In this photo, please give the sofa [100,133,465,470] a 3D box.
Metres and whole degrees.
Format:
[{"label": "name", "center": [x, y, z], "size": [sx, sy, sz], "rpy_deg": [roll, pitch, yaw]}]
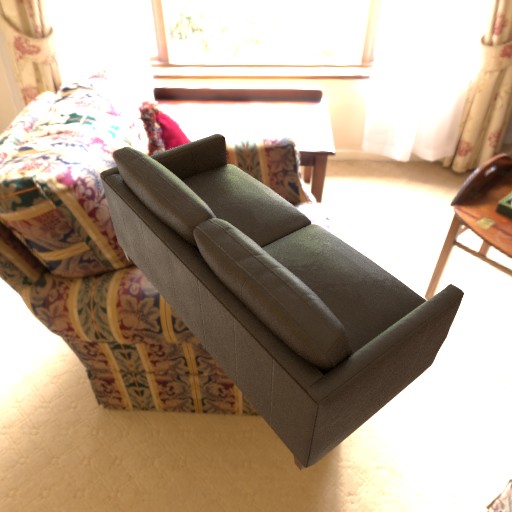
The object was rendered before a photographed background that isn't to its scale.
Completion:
[{"label": "sofa", "center": [0.000, 0.000, 2.493], "size": [0.933, 0.863, 1.971], "rpy_deg": [-27, 48, -27]}]
